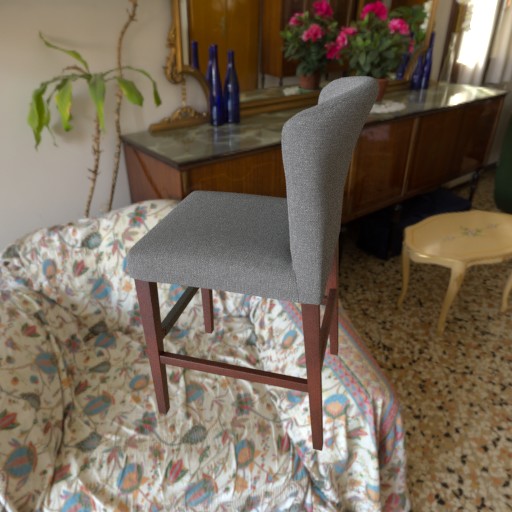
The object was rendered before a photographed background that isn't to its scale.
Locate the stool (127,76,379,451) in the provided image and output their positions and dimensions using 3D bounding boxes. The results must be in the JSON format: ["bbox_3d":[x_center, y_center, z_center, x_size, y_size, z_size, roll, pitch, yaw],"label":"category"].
[{"bbox_3d":[0.000,0.000,1.276,0.568,0.968,0.479,8,30,13],"label":"stool"}]
